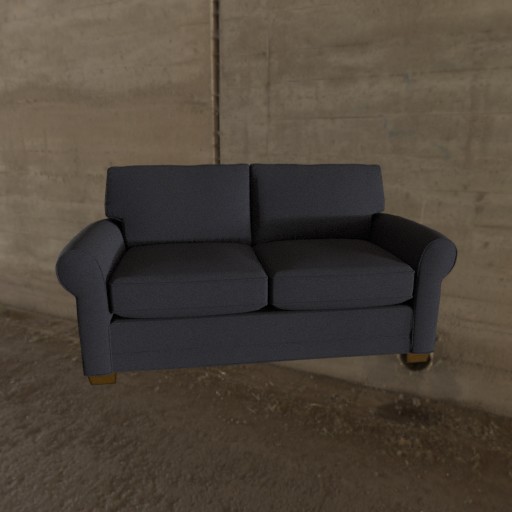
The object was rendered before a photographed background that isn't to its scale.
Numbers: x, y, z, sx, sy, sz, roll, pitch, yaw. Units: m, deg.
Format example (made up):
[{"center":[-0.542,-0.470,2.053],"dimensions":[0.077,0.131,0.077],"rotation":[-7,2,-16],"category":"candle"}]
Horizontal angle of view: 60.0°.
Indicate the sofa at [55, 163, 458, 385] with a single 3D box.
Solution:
[{"center":[0.000,0.000,2.579],"dimensions":[2.009,1.031,0.951],"rotation":[-2,15,-8],"category":"sofa"}]
